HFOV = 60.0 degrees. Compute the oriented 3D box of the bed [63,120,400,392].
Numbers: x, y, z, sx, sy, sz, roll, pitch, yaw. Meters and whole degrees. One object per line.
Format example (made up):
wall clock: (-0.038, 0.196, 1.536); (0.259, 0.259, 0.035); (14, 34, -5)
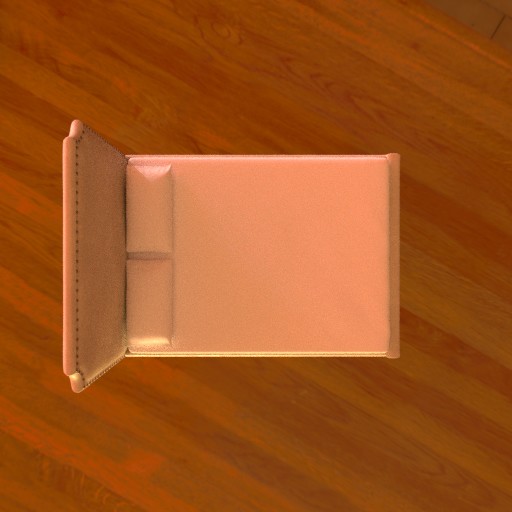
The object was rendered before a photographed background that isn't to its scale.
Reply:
bed: (0.000, 0.000, 3.369); (2.372, 1.443, 1.712); (0, 90, 0)
